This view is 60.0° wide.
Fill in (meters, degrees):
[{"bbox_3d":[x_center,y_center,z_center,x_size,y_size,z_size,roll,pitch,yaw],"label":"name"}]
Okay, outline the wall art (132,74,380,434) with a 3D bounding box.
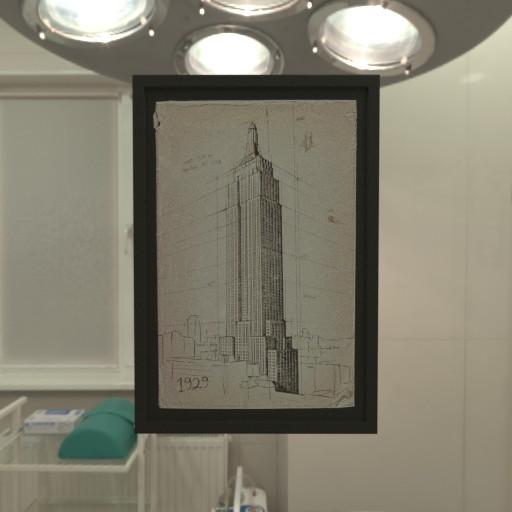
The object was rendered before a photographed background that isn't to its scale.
[{"bbox_3d":[0.000,0.000,0.821,0.451,0.661,0.012,0,1,0],"label":"wall art"}]
